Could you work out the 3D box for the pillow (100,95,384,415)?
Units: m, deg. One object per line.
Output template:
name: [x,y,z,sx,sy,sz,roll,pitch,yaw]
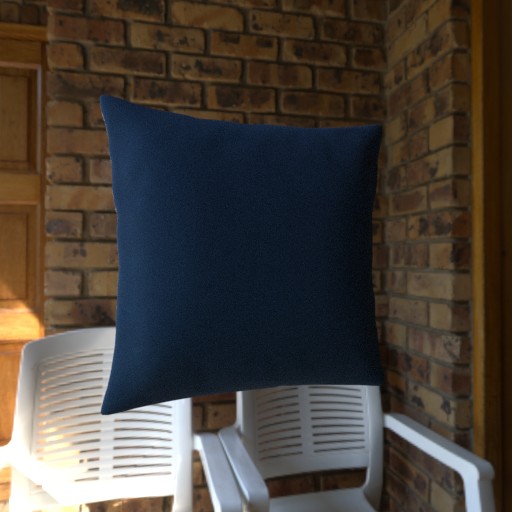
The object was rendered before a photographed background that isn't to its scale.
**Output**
pillow: [0.000,0.000,0.784,0.523,0.510,0.166,0,-1,-17]
